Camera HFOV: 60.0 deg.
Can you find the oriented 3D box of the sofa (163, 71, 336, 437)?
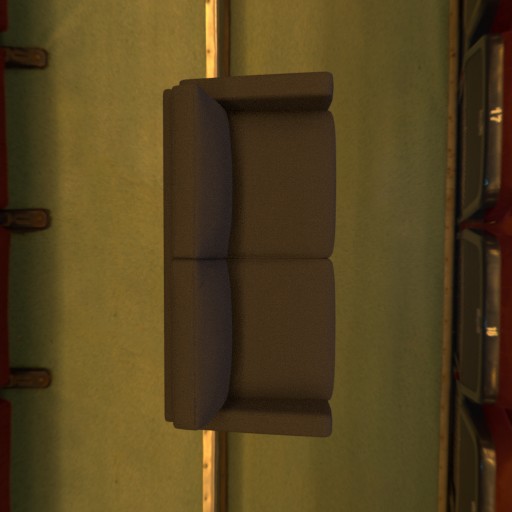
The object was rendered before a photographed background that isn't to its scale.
[{"bbox_3d":[0.000,0.000,2.423,0.898,0.839,1.852,0,91,0],"label":"sofa"}]
